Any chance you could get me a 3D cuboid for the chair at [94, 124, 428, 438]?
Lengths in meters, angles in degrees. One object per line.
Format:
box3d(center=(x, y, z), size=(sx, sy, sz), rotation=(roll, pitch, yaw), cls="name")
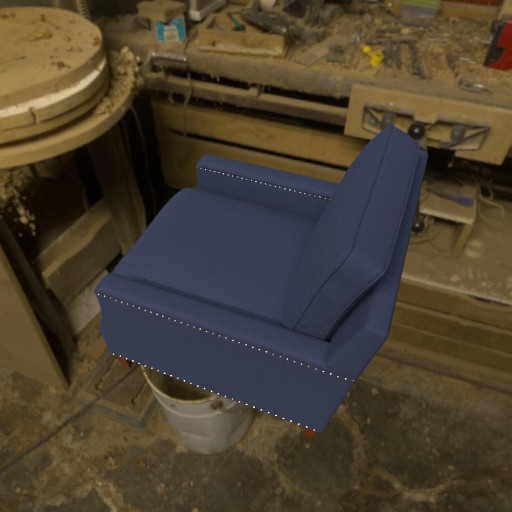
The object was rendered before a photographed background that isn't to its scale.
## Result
box3d(center=(0.000, 0.000, 1.699), size=(1.014, 0.943, 0.853), rotation=(16, 49, 14), cls="chair")
